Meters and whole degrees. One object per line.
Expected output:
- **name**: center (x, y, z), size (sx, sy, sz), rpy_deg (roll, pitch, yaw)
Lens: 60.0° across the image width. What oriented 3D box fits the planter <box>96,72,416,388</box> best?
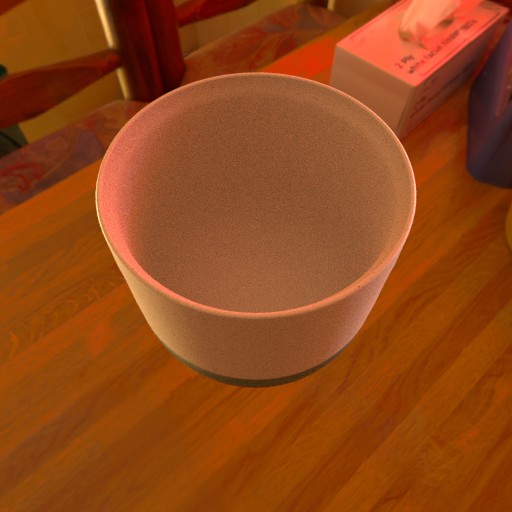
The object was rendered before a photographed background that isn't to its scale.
- **planter**: center (0.000, 0.000, 0.487), size (0.268, 0.270, 0.268), rpy_deg (0, 59, 0)
